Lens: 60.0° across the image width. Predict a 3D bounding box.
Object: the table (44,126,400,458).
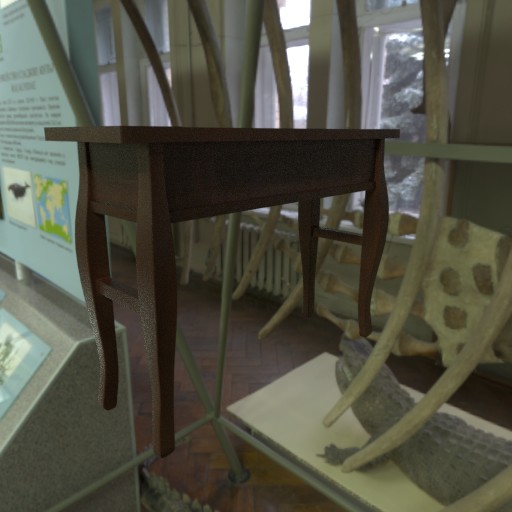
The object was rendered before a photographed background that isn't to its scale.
[{"bbox_3d":[0.000,0.000,1.389,0.373,0.768,1.062,15,21,43],"label":"table"}]
